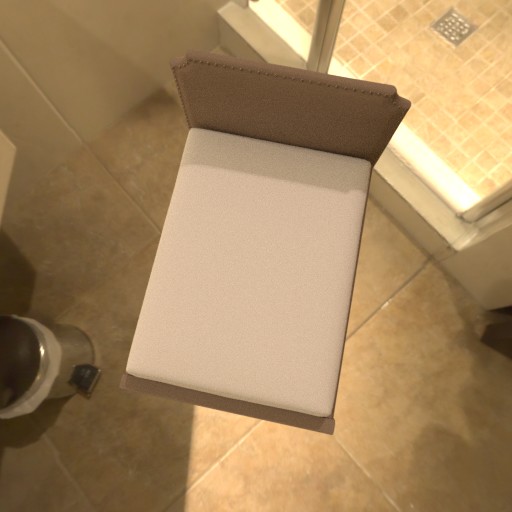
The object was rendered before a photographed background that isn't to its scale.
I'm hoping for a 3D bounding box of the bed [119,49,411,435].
[{"bbox_3d":[0.000,0.000,3.395,1.713,1.443,2.372,11,77,3],"label":"bed"}]
